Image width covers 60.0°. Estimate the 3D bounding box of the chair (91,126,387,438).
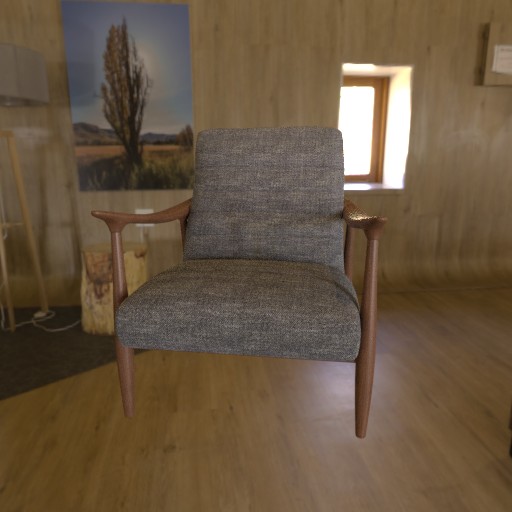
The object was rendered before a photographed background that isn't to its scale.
[{"bbox_3d":[0.000,0.000,1.428,0.741,0.832,0.798,2,14,8],"label":"chair"}]
